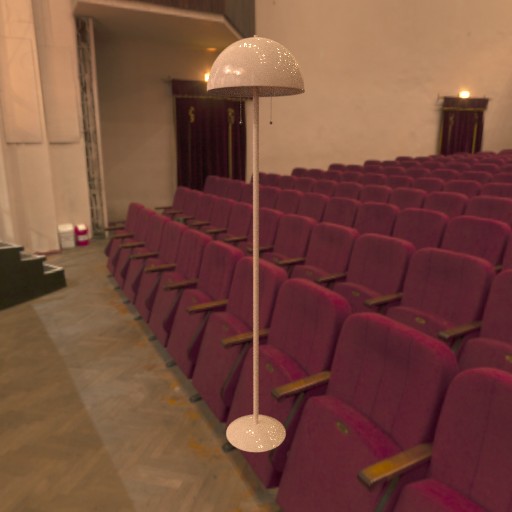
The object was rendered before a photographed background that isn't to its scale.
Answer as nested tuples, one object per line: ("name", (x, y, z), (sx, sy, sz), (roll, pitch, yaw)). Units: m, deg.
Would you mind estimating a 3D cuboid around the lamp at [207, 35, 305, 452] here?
("lamp", (0.000, 0.000, 1.623), (0.328, 1.480, 0.328), (-7, 16, -26))
